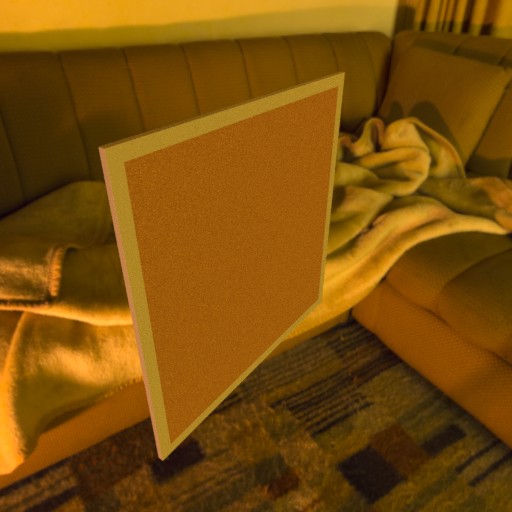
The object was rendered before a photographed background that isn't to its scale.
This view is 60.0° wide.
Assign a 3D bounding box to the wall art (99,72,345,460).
[{"bbox_3d":[0.000,0.000,0.667,0.009,0.457,0.456,22,38,30],"label":"wall art"}]
